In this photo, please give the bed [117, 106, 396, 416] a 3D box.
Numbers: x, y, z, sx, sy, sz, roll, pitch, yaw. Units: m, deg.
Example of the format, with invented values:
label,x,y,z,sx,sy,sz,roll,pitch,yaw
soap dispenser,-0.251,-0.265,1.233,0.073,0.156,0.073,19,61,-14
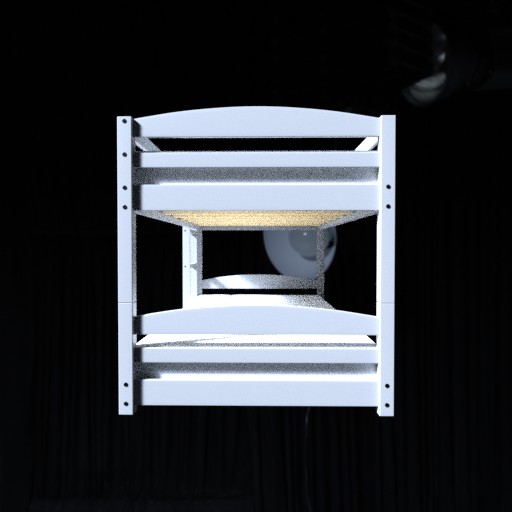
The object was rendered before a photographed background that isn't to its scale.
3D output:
label,x,y,z,sx,sy,sz,roll,pitch,yaw
bed,0.000,0.000,2.721,1.105,1.206,2.013,0,1,1
